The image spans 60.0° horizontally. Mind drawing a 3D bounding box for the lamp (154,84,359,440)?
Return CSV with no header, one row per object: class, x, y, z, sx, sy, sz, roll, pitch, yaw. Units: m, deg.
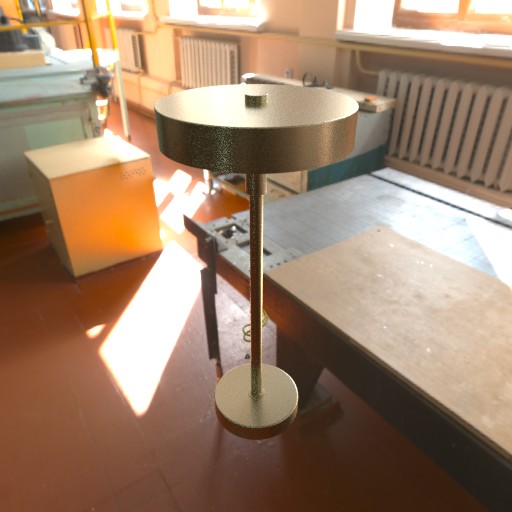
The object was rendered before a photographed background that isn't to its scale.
lamp,0.000,0.000,0.689,0.229,0.508,0.369,0,31,0
